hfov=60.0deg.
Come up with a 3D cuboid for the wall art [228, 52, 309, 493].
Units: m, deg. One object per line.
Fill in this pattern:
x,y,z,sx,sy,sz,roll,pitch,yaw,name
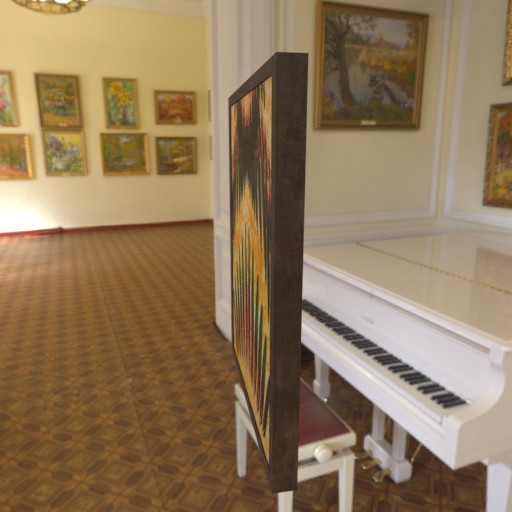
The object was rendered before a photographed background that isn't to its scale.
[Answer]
0.000,0.000,0.552,0.027,0.406,0.329,-2,14,-10,wall art
